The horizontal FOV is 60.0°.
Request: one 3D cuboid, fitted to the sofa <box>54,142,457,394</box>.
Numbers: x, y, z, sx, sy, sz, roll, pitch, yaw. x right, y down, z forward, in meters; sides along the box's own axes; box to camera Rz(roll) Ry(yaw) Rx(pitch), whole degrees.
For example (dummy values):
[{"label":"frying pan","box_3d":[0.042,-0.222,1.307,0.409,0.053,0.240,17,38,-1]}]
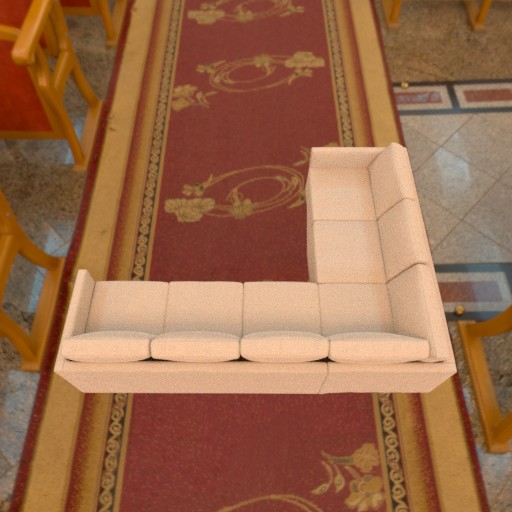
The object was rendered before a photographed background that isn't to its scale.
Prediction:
[{"label":"sofa","box_3d":[0.000,0.000,4.297,3.182,0.871,2.432,0,59,0]}]
